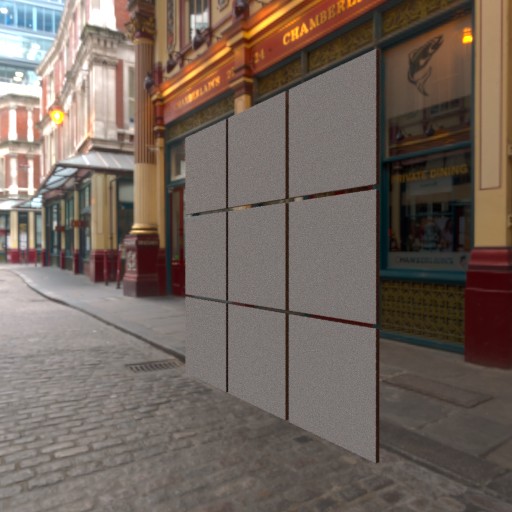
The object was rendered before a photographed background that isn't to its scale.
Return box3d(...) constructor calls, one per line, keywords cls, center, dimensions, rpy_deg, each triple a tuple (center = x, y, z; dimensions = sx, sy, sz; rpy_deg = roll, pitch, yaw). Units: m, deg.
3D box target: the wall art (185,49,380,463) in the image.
box3d(cls="wall art", center=(0.000, 0.000, 1.845), dimensions=(0.017, 1.246, 1.256), rpy_deg=(0, 0, -36))
